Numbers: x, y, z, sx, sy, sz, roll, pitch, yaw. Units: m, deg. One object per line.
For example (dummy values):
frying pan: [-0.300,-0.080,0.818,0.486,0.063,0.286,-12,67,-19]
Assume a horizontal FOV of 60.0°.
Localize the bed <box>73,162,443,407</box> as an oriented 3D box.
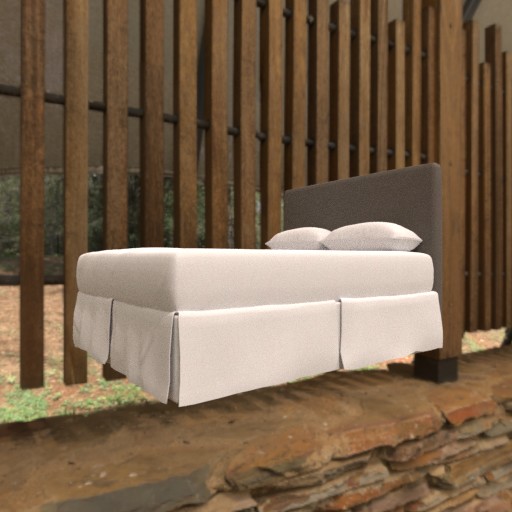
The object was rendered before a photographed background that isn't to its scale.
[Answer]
bed: [0.000,0.000,3.144,2.142,1.330,1.723,0,0,-36]
